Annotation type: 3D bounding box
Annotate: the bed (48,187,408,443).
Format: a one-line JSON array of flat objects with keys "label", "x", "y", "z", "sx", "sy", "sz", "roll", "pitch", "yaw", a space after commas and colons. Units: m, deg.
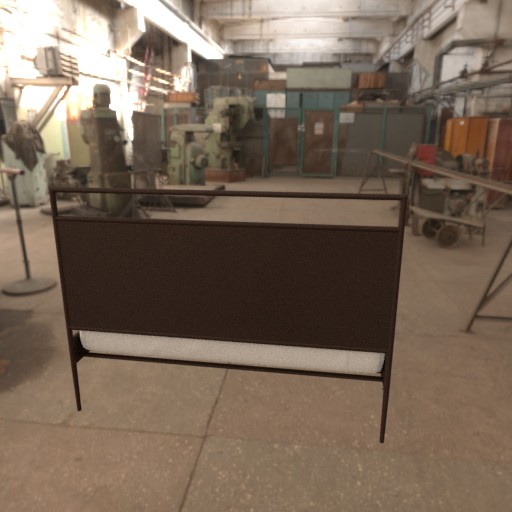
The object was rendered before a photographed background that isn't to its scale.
[{"label": "bed", "x": 0.000, "y": 0.000, "z": 3.053, "sx": 1.572, "sy": 1.173, "sz": 2.122, "roll": 3, "pitch": 16, "yaw": 9}]
